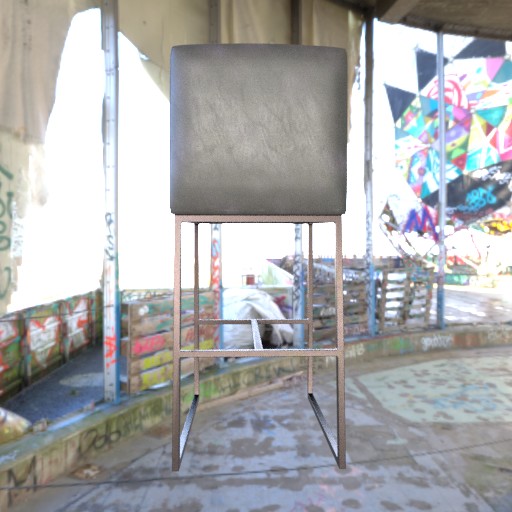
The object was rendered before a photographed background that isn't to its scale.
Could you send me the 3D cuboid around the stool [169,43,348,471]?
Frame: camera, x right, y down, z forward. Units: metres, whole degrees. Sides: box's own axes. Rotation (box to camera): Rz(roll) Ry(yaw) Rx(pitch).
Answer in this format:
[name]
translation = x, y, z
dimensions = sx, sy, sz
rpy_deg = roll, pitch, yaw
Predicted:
[stool]
translation = 0.000, 0.000, 1.371
dimensions = 0.463, 1.065, 0.562
rpy_deg = 0, 1, -2
